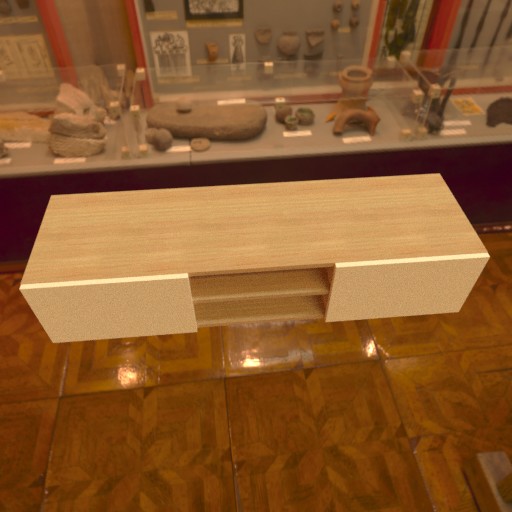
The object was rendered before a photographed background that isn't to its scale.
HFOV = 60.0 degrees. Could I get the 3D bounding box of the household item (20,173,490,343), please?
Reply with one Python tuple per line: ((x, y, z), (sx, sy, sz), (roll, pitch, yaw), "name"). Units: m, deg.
((0.000, 0.000, 1.565), (1.400, 0.310, 0.420), (-4, 47, -4), "household item")
